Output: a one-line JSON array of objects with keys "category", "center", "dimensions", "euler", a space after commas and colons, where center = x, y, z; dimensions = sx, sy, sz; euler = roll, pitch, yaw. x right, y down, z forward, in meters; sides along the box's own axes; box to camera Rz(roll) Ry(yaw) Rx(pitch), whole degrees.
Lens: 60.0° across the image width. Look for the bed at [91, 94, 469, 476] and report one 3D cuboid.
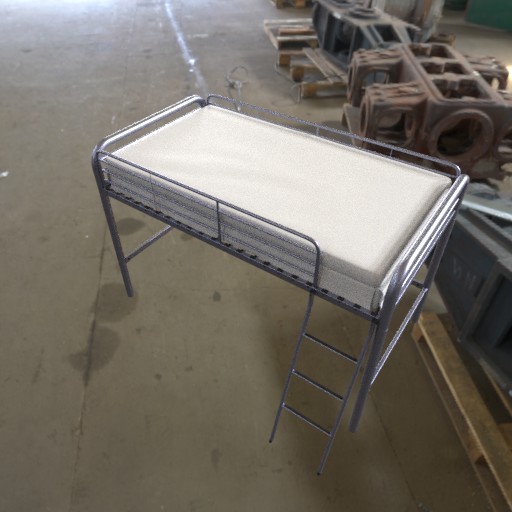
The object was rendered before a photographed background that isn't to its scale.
[{"category": "bed", "center": [0.000, 0.000, 2.860], "dimensions": [1.965, 1.288, 1.415], "euler": [25, 47, 26]}]
